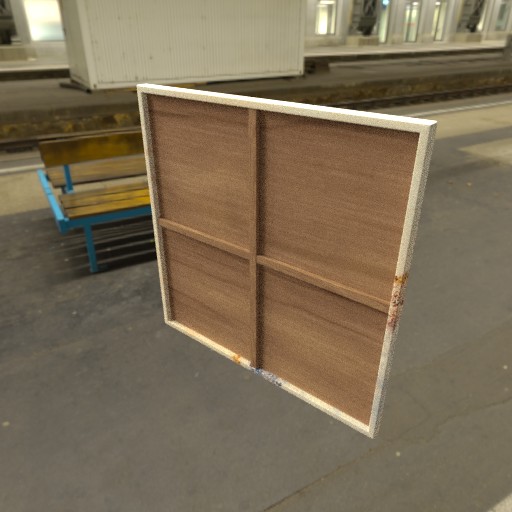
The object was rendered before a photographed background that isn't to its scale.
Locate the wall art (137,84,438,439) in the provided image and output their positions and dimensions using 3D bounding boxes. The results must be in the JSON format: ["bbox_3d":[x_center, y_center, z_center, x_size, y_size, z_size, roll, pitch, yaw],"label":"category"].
[{"bbox_3d":[0.000,0.000,1.318,0.889,0.889,0.038,21,35,33],"label":"wall art"}]
